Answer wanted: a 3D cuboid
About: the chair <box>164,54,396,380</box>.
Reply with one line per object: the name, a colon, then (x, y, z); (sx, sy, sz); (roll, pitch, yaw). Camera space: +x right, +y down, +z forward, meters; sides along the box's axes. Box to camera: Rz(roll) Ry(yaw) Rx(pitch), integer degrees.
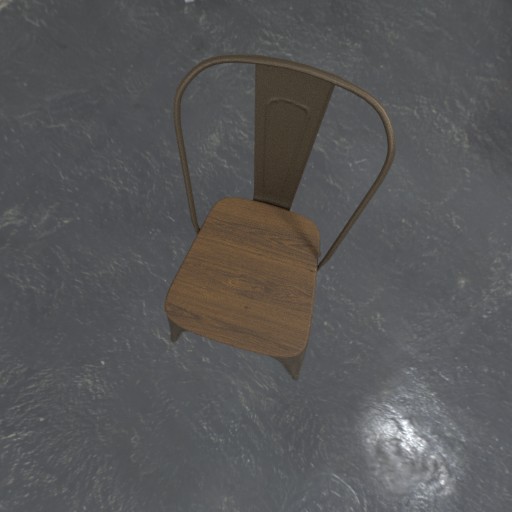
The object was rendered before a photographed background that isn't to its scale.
chair: (0.000, 0.000, 1.145); (0.451, 0.844, 0.532); (16, 76, 4)
